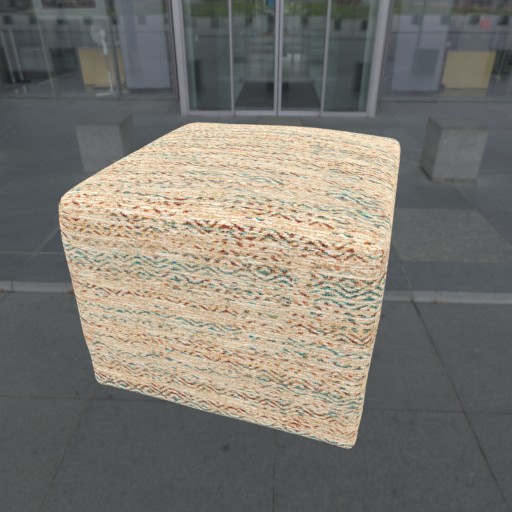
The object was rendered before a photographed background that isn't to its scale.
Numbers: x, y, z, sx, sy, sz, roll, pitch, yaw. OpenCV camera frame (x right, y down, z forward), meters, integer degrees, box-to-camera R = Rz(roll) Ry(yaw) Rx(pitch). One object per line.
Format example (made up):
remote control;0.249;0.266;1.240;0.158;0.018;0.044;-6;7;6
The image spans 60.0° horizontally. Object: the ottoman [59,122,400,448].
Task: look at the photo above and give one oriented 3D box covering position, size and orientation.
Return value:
ottoman;0.000;0.000;0.919;0.512;0.453;0.521;9;32;15
